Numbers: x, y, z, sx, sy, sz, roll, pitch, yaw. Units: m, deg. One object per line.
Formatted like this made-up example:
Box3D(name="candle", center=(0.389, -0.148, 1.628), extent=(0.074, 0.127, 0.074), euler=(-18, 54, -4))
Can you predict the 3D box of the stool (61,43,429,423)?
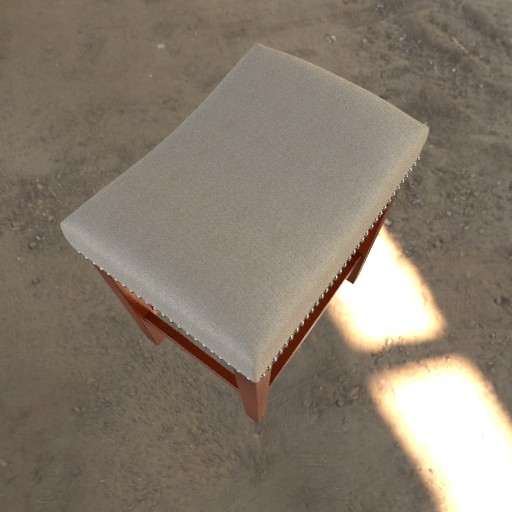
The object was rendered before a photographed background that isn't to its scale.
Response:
Box3D(name="stool", center=(0.000, 0.000, 0.951), extent=(0.375, 0.632, 0.509), euler=(33, 68, 16))
